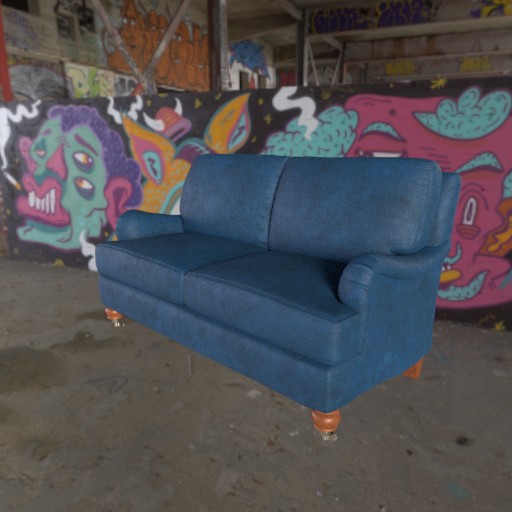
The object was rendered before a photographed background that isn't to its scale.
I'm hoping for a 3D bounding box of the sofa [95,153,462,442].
[{"bbox_3d":[0.000,0.000,2.497,1.853,1.101,1.084,13,19,42],"label":"sofa"}]
